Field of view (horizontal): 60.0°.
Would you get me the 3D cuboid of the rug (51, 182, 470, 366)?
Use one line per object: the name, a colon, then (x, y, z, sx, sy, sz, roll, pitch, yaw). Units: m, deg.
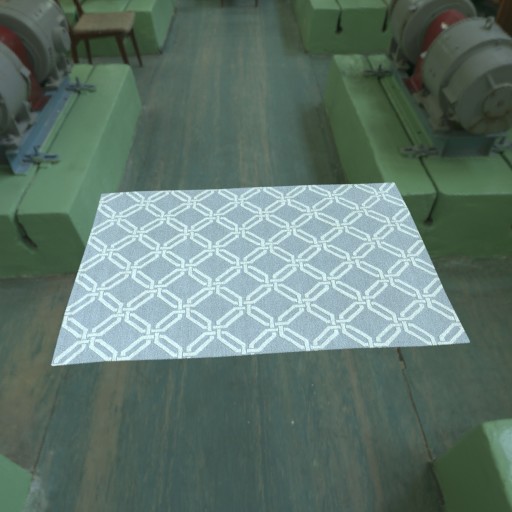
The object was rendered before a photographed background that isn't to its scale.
rug: (0.000, 0.000, 2.233, 1.754, 0.010, 1.148, -3, 46, -3)
